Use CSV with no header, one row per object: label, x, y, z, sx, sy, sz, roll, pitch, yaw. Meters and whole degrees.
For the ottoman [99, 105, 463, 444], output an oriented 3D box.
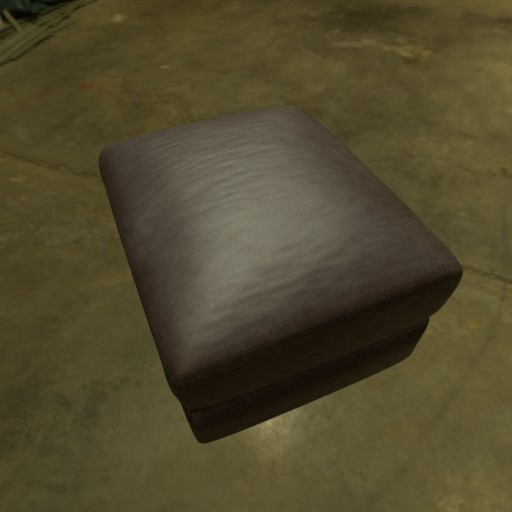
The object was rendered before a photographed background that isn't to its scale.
ottoman,0.000,0.000,1.241,0.670,0.569,0.806,-17,49,-16
